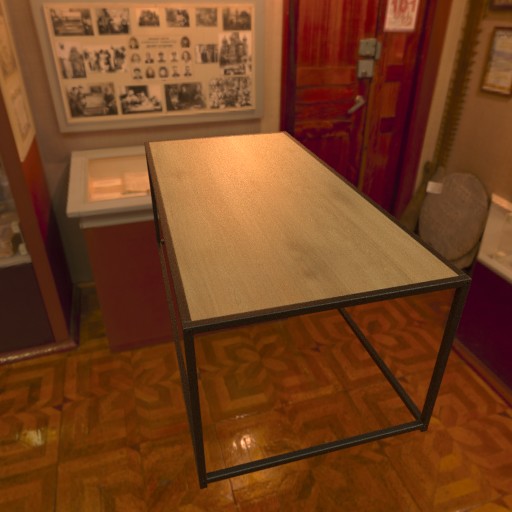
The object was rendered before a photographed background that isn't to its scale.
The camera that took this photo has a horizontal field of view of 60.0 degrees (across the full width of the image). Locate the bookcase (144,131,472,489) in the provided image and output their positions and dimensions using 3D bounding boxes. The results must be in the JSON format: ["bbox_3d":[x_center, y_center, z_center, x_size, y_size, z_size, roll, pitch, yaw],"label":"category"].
[{"bbox_3d":[0.000,0.000,1.225,0.500,0.400,1.000,-8,31,-13],"label":"bookcase"}]
